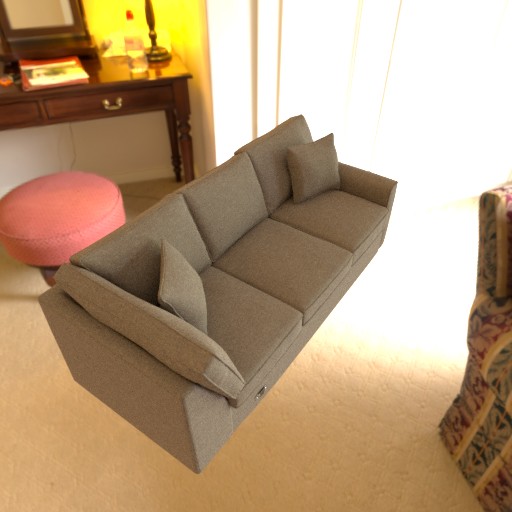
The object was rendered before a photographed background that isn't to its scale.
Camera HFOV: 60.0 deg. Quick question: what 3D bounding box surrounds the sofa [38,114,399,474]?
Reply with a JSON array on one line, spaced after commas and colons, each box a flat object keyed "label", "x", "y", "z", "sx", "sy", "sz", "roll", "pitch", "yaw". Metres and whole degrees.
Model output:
[{"label": "sofa", "x": 0.000, "y": 0.000, "z": 2.853, "sx": 1.061, "sy": 0.962, "sz": 2.317, "roll": 25, "pitch": 46, "yaw": 26}]
